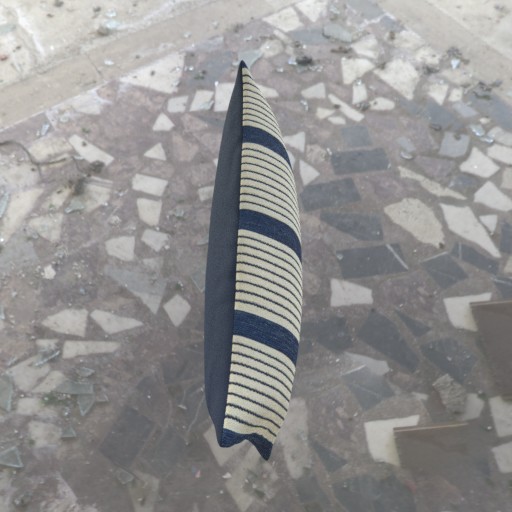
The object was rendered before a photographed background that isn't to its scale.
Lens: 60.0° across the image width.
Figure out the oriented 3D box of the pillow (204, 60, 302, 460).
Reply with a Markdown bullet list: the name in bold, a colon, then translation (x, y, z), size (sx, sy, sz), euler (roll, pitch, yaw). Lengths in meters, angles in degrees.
- **pillow**: translation (0.000, 0.000, 0.737), size (0.156, 0.292, 0.608), euler (1, 62, 1)
